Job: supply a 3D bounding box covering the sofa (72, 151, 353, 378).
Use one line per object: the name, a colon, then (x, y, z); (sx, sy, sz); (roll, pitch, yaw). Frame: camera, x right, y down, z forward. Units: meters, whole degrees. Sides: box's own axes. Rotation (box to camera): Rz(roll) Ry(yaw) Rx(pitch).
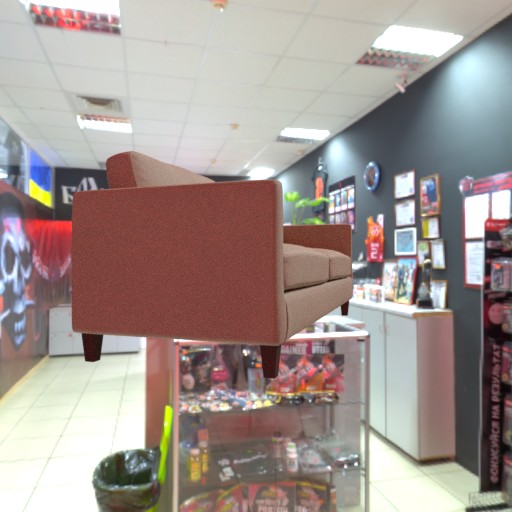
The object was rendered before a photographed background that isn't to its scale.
sofa: (0.000, 0.000, 2.742); (0.948, 0.932, 2.181); (0, -1, 19)
